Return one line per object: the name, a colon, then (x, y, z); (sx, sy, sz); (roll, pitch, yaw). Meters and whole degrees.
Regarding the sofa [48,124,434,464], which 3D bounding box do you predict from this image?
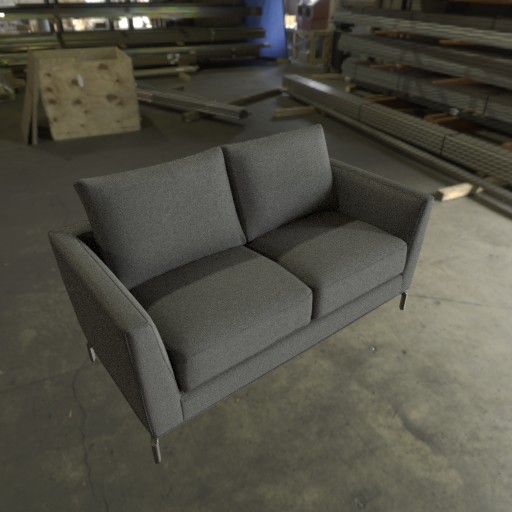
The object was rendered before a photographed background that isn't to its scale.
sofa: (0.000, 0.000, 2.101); (1.594, 0.924, 0.803); (-22, 38, -31)
